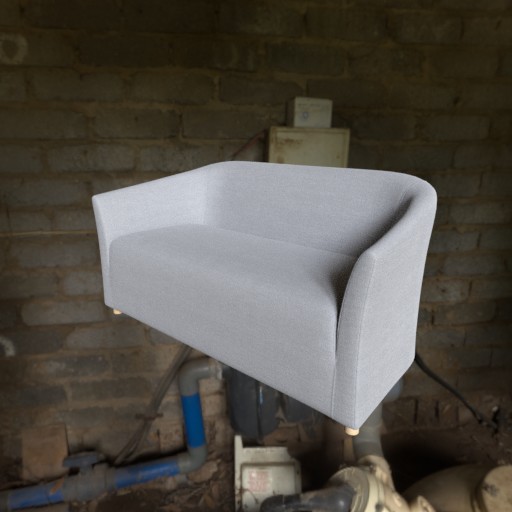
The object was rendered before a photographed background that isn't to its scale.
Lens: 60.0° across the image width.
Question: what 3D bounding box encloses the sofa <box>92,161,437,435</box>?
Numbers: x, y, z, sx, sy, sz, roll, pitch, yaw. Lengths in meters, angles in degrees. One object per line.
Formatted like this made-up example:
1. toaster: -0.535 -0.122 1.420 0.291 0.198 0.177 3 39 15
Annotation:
1. sofa: 0.000 0.000 1.885 1.452 0.721 0.705 14 21 41
